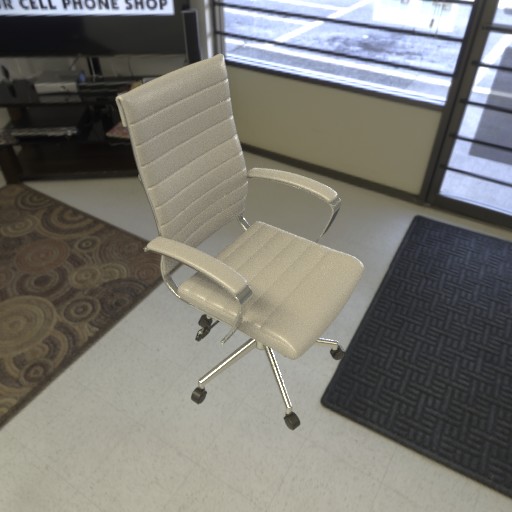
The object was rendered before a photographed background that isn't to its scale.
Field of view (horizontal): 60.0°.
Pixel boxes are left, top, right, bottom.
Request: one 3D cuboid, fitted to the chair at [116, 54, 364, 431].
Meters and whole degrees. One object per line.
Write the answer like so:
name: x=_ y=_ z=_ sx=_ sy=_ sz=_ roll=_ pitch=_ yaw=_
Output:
chair: x=0.000 y=0.000 z=1.566 sx=0.667 sy=1.149 sz=0.679 roll=25 pitch=47 yaw=26
